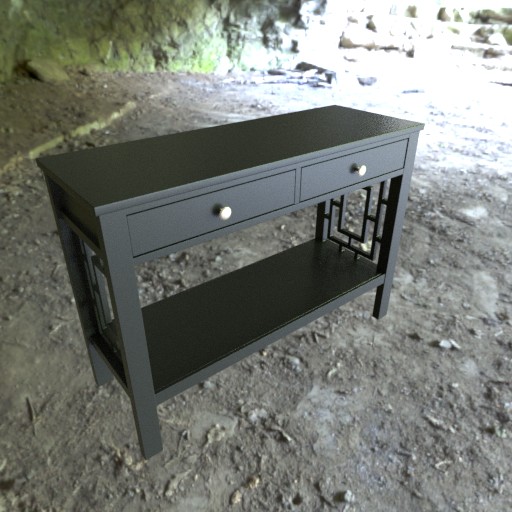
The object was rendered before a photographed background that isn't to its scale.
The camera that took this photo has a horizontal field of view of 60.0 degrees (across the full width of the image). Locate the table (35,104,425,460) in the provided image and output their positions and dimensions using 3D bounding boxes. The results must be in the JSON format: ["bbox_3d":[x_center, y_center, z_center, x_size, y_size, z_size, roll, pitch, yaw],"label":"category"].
[{"bbox_3d":[0.000,0.000,1.426,1.068,0.753,0.397,-21,36,-33],"label":"table"}]
